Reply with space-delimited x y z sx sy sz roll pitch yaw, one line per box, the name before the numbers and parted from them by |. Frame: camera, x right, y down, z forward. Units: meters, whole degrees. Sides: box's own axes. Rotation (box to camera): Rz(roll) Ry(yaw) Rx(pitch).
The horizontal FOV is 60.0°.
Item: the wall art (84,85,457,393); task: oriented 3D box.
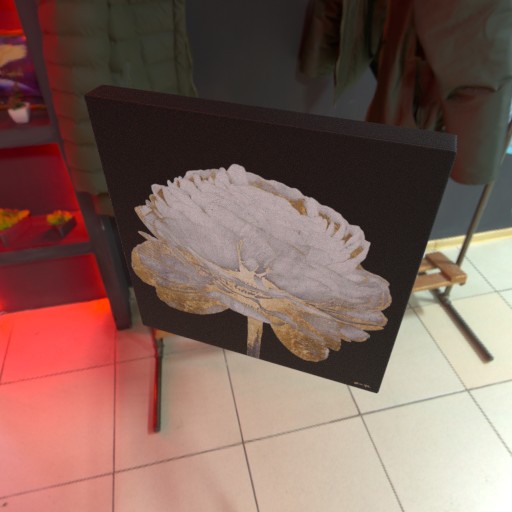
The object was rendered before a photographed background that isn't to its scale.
wall art | 0.000 0.000 0.604 0.406 0.407 0.041 13 43 15
